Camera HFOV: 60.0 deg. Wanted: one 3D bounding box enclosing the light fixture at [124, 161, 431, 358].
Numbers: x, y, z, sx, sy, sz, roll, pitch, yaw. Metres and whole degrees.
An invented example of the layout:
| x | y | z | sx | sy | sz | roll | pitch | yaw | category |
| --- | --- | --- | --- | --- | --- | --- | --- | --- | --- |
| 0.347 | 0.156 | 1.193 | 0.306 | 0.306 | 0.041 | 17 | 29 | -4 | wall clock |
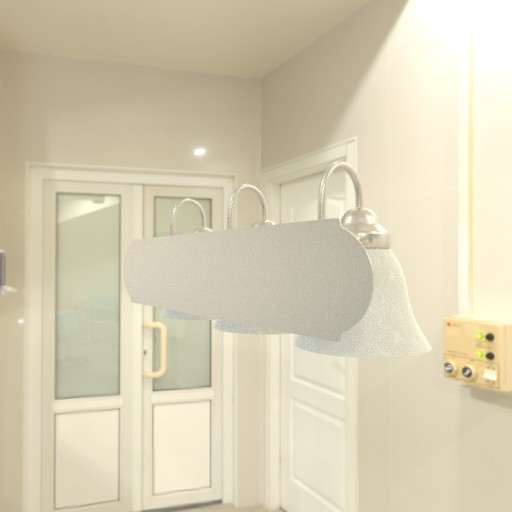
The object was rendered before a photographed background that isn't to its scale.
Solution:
| x | y | z | sx | sy | sz | roll | pitch | yaw | category |
| --- | --- | --- | --- | --- | --- | --- | --- | --- | --- |
| 0.000 | 0.000 | 0.694 | 0.199 | 0.222 | 0.610 | 1 | -1 | -37 | light fixture |
